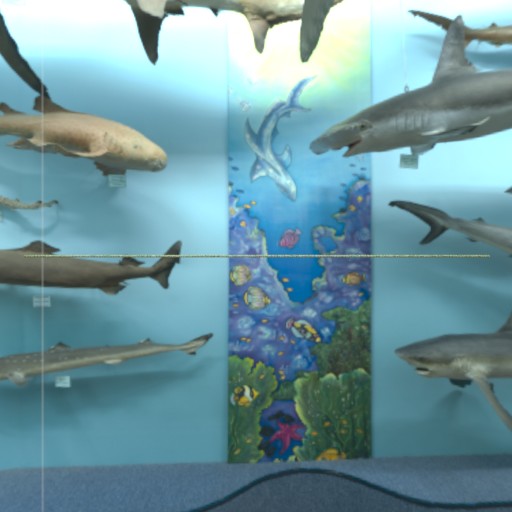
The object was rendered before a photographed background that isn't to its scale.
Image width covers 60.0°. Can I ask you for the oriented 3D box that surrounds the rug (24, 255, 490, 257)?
[{"bbox_3d":[0.000,0.000,4.245,3.198,0.016,2.425,0,0,-1],"label":"rug"}]
